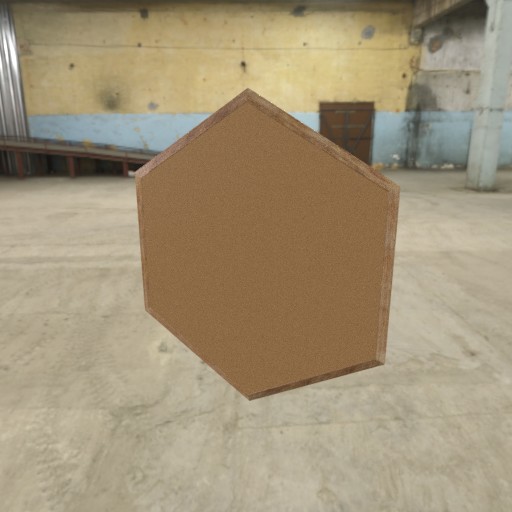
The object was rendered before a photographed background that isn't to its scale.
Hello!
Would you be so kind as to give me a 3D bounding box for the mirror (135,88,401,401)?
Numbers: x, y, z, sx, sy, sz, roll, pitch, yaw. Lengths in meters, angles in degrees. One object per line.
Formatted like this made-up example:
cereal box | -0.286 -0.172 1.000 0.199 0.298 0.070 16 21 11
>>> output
mirror | 0.000 0.000 1.102 0.675 0.779 0.091 8 18 26
